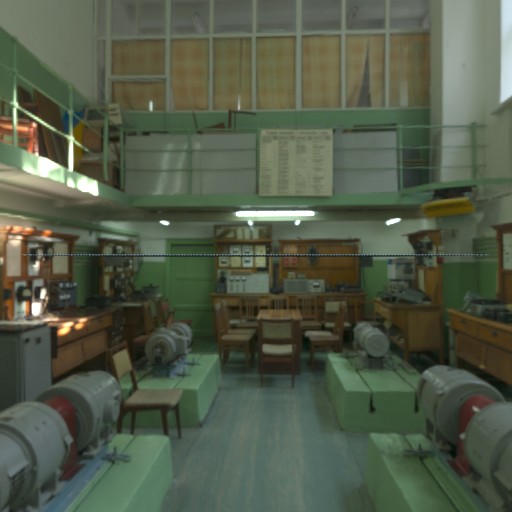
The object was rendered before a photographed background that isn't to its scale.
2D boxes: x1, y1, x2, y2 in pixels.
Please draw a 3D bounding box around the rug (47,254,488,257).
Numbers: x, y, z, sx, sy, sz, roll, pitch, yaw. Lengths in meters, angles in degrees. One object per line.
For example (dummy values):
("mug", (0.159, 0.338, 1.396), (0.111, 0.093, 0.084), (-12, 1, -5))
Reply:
("rug", (0.000, 0.000, 2.332), (1.835, 0.003, 1.206), (0, 0, 1))
